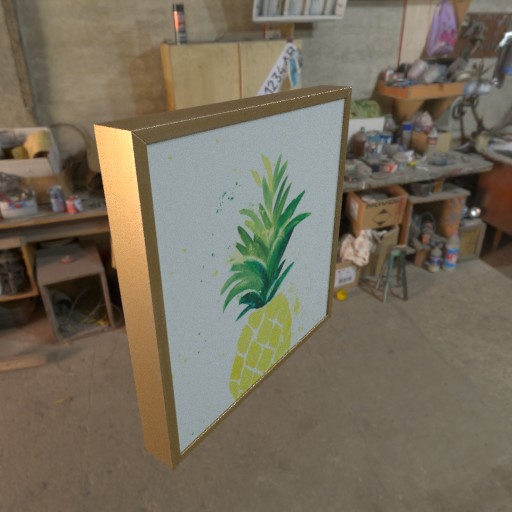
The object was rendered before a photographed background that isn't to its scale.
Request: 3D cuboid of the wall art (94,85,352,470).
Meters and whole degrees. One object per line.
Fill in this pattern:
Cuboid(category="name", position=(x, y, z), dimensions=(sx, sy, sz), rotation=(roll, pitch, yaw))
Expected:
Cuboid(category="wall art", position=(0.000, 0.000, 0.457), dimensions=(0.038, 0.305, 0.306), rotation=(18, 32, 32))
